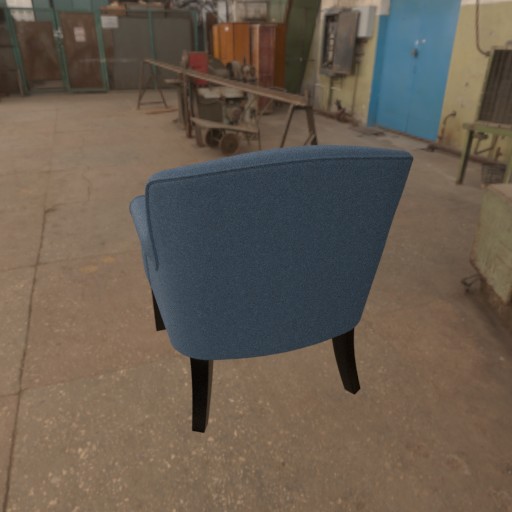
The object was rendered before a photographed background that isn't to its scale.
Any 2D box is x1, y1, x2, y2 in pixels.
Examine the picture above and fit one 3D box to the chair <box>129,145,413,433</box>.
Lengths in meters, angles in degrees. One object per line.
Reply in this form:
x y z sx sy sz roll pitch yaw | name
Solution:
0.000 0.000 1.496 0.770 0.878 0.754 -8 28 -16 | chair
